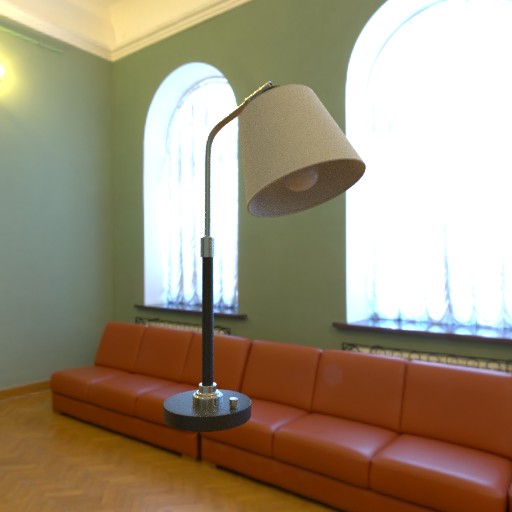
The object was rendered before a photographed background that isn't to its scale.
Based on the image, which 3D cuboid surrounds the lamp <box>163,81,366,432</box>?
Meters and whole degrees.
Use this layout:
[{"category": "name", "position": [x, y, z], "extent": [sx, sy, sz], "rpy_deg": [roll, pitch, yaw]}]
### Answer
[{"category": "lamp", "position": [0.000, 0.000, 0.697], "extent": [0.348, 0.539, 0.181], "rpy_deg": [-1, -1, 35]}]
